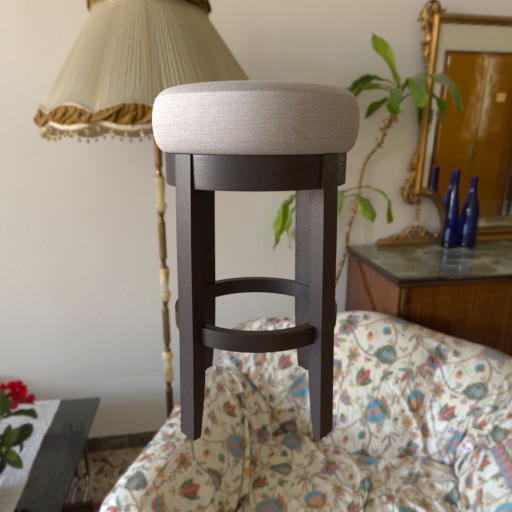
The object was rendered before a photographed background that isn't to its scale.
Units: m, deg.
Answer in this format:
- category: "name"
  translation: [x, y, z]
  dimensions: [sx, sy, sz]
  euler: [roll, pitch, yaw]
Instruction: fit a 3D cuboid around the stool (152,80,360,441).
- category: "stool"
  translation: [0.000, 0.000, 1.047]
  dimensions: [0.443, 0.757, 0.443]
  euler: [0, 15, 0]
